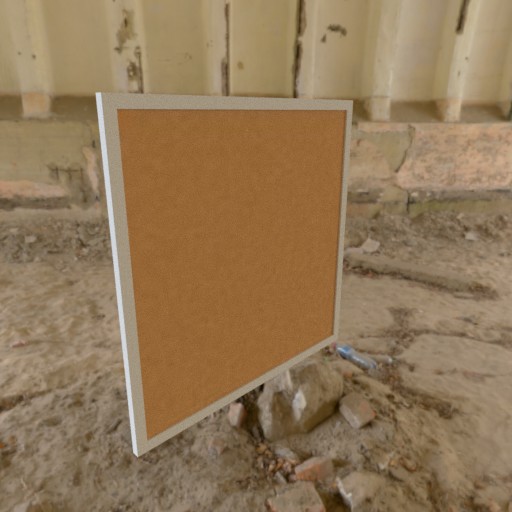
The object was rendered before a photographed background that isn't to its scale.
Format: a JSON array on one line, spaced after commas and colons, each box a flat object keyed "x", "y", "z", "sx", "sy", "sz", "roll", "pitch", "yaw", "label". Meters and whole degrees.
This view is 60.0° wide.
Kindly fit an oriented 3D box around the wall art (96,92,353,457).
[{"x": 0.000, "y": 0.000, "z": 0.679, "sx": 0.457, "sy": 0.457, "sz": 0.012, "roll": -17, "pitch": 25, "yaw": -42, "label": "wall art"}]
